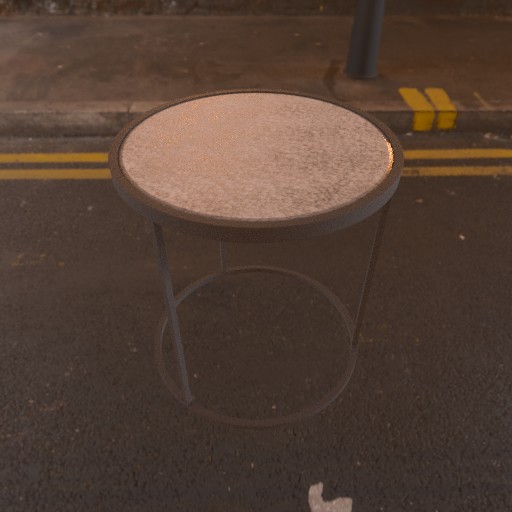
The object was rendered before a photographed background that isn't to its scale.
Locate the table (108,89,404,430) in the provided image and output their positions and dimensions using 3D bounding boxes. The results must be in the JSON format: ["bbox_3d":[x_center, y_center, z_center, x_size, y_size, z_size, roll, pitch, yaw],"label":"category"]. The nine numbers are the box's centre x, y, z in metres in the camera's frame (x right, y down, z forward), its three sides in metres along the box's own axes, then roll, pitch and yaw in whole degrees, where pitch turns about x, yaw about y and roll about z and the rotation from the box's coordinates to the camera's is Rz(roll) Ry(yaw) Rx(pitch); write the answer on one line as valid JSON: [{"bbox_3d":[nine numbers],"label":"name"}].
[{"bbox_3d":[0.000,0.000,0.888,0.470,0.498,0.470,0,41,0],"label":"table"}]
